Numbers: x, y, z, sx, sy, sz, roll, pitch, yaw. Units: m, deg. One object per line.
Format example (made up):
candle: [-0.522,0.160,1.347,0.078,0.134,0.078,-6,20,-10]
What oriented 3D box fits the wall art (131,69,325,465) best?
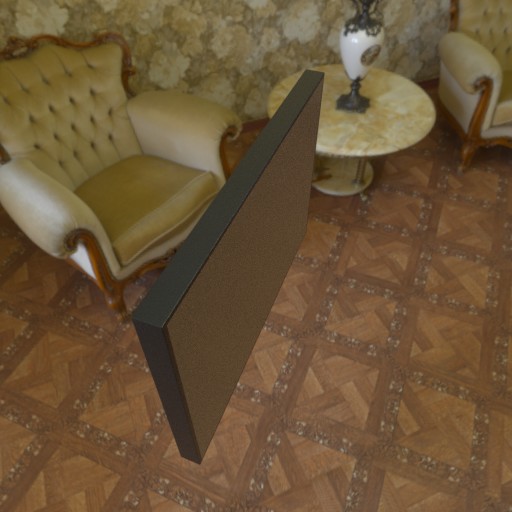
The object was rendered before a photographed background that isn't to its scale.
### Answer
wall art: [0.000,0.000,1.225,0.058,0.640,0.939,16,49,14]
